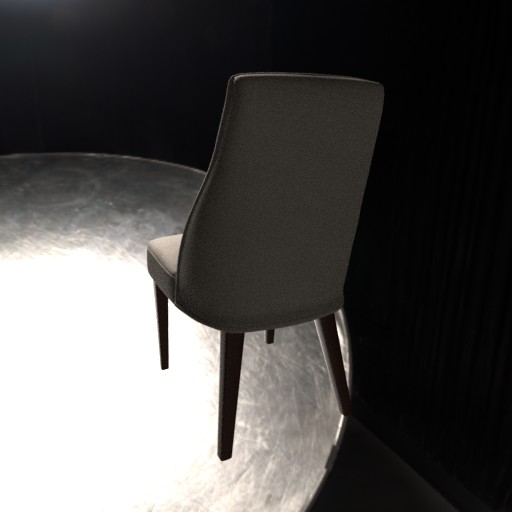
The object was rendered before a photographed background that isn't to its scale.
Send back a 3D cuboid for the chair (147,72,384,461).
[{"bbox_3d":[0.000,0.000,1.282,0.500,0.930,0.620,-8,18,-26],"label":"chair"}]
